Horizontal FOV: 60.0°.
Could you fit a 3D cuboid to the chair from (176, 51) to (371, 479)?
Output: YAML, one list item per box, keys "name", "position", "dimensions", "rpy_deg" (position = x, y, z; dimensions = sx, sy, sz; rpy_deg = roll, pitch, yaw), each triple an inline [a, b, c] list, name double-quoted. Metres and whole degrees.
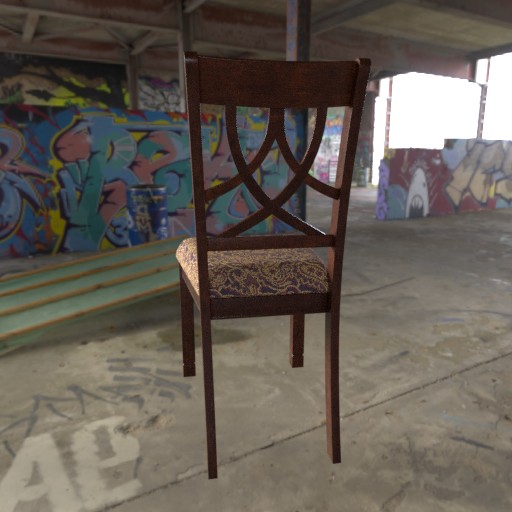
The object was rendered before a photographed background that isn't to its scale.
- name: "chair"
  position: [0.000, 0.000, 1.275]
  dimensions: [0.457, 0.965, 0.584]
  rpy_deg: [-2, 13, -10]
